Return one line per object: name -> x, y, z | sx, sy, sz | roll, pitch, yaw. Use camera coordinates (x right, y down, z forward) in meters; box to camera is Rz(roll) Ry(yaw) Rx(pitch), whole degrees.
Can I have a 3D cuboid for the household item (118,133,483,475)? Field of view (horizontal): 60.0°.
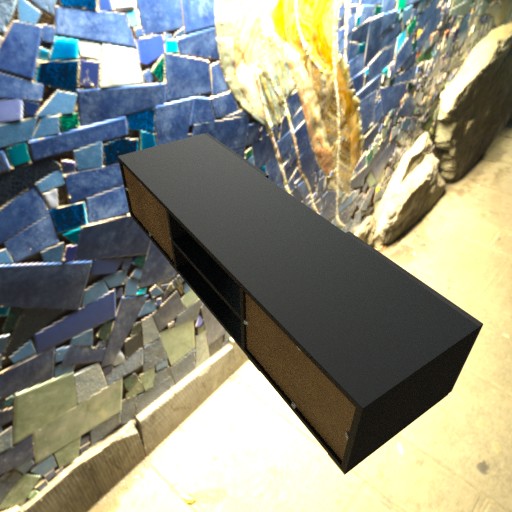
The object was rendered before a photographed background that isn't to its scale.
household item -> 0.000, 0.000, 1.557 | 0.420, 0.310, 1.400 | -23, 44, -26
